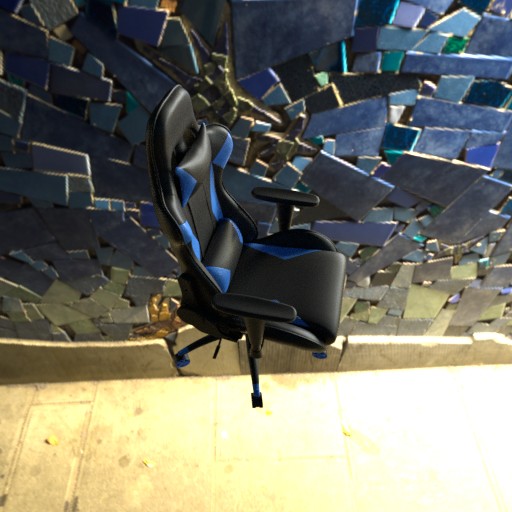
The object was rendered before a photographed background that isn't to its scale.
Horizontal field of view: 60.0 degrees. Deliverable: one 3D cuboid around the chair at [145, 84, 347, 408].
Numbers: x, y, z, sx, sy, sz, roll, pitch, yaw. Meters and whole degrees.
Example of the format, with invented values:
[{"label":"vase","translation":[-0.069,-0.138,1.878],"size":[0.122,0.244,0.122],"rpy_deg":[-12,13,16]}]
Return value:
[{"label":"chair","translation":[0.000,0.000,1.749],"size":[0.730,1.282,0.695],"rpy_deg":[10,48,9]}]
